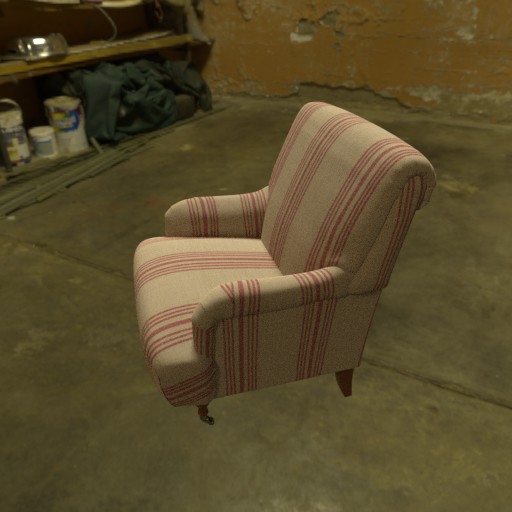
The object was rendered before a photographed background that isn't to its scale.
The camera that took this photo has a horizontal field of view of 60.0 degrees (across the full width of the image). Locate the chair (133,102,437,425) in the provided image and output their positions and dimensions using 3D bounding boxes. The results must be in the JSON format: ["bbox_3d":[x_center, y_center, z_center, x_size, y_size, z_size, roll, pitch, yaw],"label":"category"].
[{"bbox_3d":[0.000,0.000,1.922,1.058,1.123,0.933,-9,32,-14],"label":"chair"}]
